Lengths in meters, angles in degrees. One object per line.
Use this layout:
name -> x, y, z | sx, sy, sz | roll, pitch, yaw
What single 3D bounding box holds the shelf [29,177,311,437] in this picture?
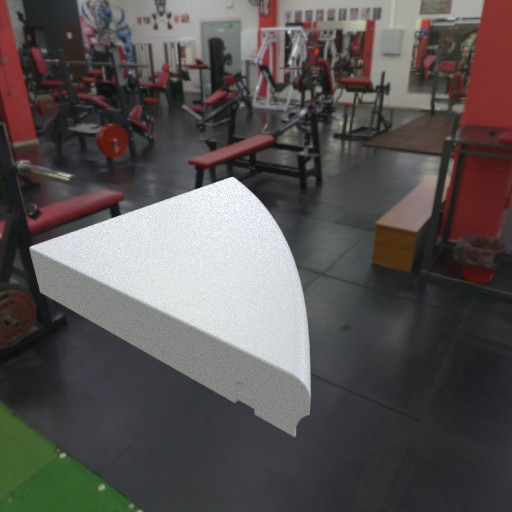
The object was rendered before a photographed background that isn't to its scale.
shelf -> 0.000, 0.000, 0.460 | 0.310, 0.050, 0.310 | 18, 32, 32
